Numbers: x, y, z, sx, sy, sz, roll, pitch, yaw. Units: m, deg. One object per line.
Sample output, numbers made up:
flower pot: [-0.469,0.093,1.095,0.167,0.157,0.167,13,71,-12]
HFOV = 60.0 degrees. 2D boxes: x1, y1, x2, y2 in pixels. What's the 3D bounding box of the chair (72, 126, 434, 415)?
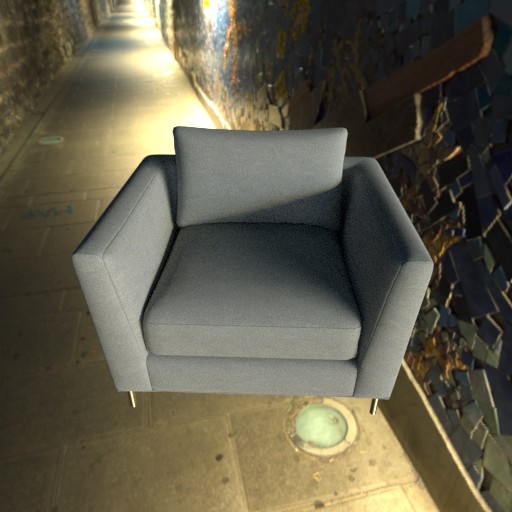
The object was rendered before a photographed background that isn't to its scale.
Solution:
chair: [0.000,0.000,1.743,1.041,0.864,0.889,1,32,2]
